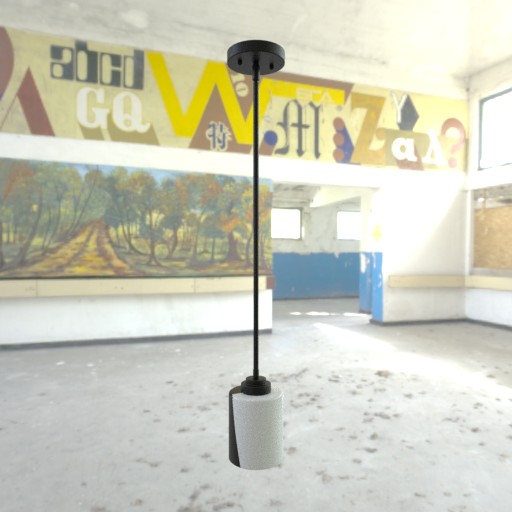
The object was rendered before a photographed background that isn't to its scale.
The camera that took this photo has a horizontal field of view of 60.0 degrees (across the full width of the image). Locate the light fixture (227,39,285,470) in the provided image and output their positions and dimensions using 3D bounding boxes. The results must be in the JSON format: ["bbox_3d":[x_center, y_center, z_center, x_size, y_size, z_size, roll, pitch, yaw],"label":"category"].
[{"bbox_3d":[0.000,0.000,0.948,0.123,0.863,0.123,0,0,-19],"label":"light fixture"}]
